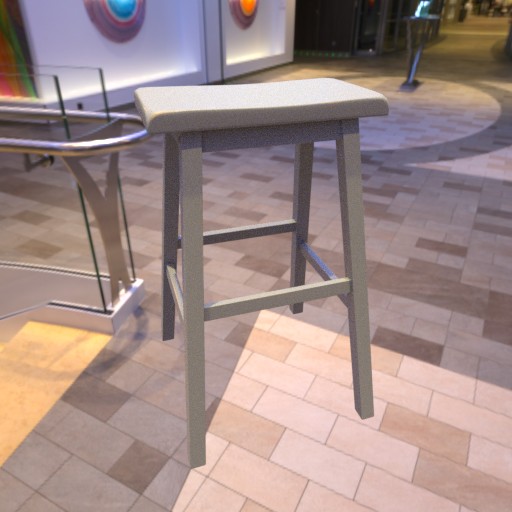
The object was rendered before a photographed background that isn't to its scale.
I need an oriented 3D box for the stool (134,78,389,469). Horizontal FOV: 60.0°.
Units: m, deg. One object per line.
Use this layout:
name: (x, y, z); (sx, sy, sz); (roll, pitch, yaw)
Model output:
stool: (0.000, 0.000, 1.043); (0.457, 0.737, 0.476); (-9, 31, -16)
